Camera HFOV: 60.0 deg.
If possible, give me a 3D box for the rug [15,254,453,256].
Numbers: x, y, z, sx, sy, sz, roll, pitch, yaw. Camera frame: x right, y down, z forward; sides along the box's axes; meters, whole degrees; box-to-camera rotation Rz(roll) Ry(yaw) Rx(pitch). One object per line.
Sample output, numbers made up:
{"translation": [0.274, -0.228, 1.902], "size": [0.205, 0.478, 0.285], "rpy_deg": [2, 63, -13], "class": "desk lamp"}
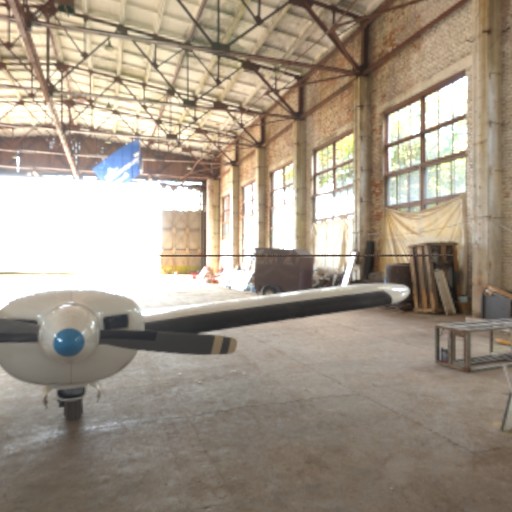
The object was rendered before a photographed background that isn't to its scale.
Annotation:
{"translation": [0.000, 0.000, 4.030], "size": [3.035, 0.008, 2.425], "rpy_deg": [0, 0, 18], "class": "rug"}
